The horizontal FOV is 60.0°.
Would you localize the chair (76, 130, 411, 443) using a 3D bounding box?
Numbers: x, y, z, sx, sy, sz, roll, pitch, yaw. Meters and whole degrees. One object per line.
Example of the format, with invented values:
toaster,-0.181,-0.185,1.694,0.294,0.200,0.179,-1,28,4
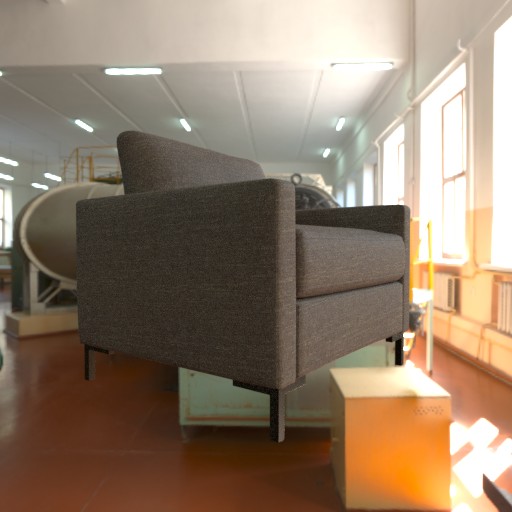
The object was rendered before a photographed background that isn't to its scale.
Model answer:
chair,0.000,0.000,1.594,0.845,0.841,0.940,1,2,37
